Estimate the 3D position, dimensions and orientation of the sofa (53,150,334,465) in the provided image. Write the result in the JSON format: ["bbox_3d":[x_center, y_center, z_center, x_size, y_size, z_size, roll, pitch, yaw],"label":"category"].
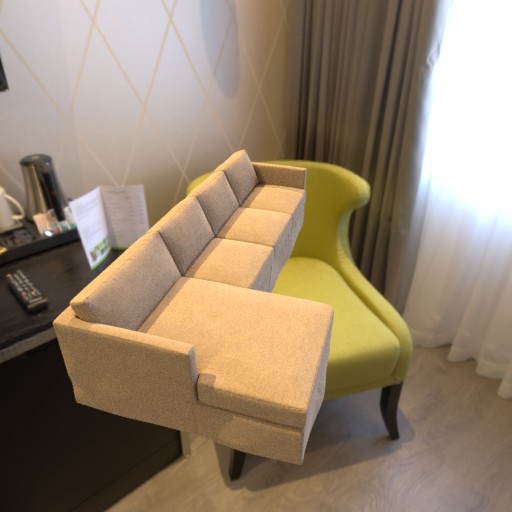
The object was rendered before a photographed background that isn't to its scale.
[{"bbox_3d":[0.000,0.000,3.924,1.638,0.920,3.198,9,32,15],"label":"sofa"}]
